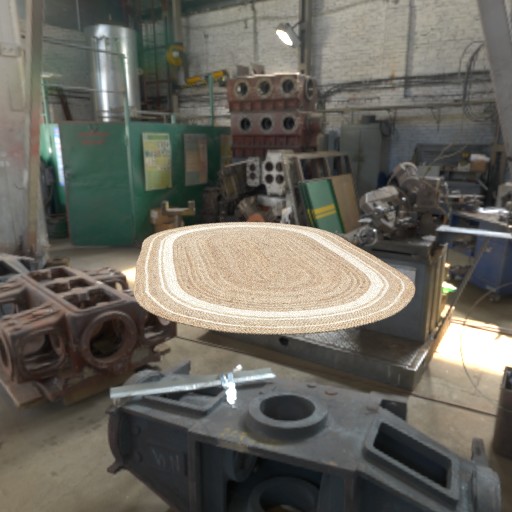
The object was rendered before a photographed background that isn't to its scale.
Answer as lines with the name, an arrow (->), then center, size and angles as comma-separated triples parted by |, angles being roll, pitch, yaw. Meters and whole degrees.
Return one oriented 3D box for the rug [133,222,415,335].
rug -> 0.000, 0.000, 2.917 | 1.520, 0.006, 2.432 | -3, 15, -11
